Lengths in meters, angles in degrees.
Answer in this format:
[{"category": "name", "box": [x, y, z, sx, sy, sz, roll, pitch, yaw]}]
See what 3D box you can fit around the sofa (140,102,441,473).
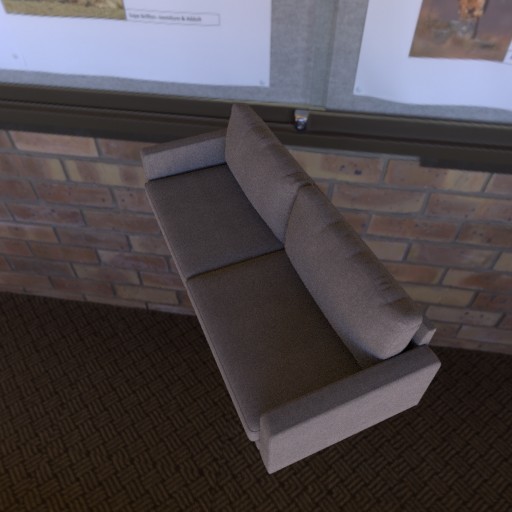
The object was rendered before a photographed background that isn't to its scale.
[{"category": "sofa", "box": [0.000, 0.000, 2.588, 0.880, 0.880, 2.100, -18, 50, -16]}]
